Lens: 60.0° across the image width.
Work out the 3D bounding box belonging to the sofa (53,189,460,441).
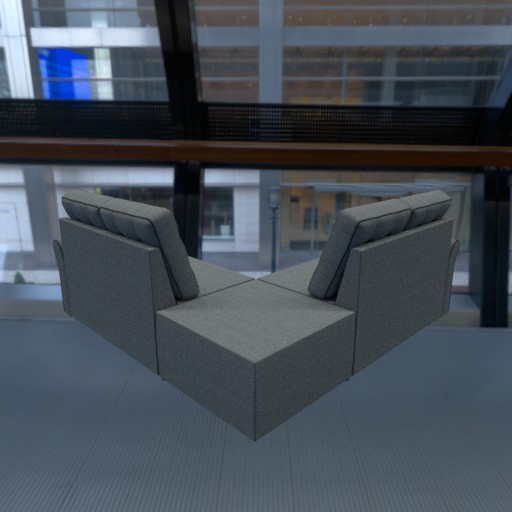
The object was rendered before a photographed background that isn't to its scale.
[{"bbox_3d":[0.000,0.000,3.205,2.068,0.988,2.070,-16,22,-43],"label":"sofa"}]
